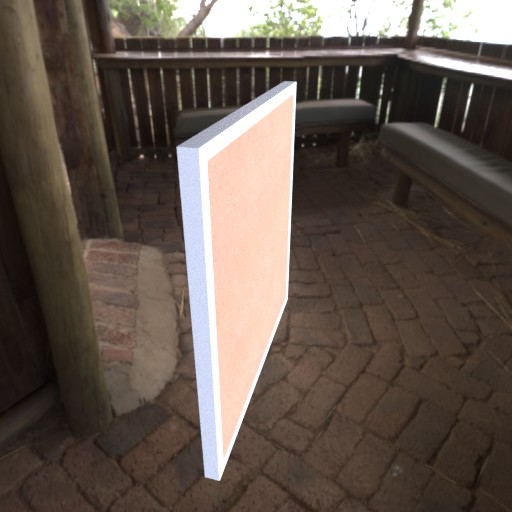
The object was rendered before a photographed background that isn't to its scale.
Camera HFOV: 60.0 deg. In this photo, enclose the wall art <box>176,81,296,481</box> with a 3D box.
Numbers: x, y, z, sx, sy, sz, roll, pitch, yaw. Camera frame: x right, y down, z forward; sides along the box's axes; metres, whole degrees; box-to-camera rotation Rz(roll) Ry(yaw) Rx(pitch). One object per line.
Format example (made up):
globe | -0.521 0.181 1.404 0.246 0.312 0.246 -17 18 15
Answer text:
wall art | 0.000 0.000 1.152 0.036 0.760 0.760 7 29 13
